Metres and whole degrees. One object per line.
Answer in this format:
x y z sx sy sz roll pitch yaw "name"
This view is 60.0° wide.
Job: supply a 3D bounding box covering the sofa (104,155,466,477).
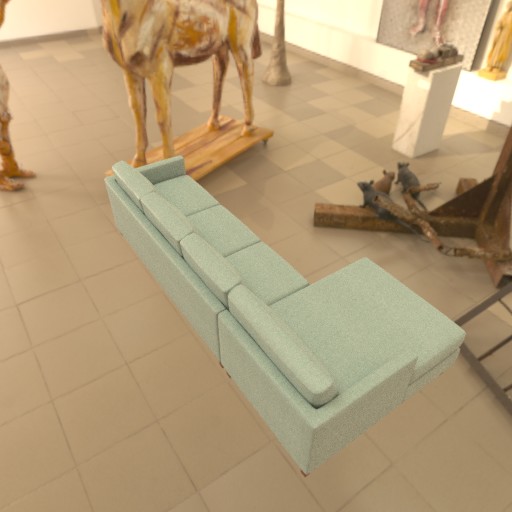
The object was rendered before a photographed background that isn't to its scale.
0.000 0.000 4.150 1.600 0.953 3.470 -24 46 -26 "sofa"
